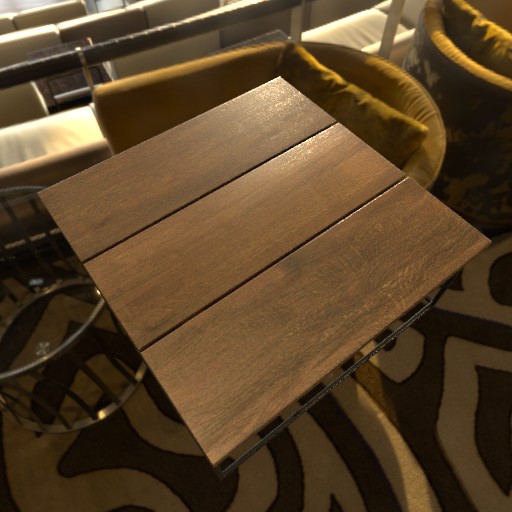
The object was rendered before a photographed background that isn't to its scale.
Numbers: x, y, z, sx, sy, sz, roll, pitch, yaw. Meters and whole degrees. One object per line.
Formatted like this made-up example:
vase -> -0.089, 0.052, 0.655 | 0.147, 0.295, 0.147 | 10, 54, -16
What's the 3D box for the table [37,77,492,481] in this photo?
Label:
table -> 0.000, 0.000, 1.396 | 0.900, 0.400, 0.900 | -32, 62, -19
